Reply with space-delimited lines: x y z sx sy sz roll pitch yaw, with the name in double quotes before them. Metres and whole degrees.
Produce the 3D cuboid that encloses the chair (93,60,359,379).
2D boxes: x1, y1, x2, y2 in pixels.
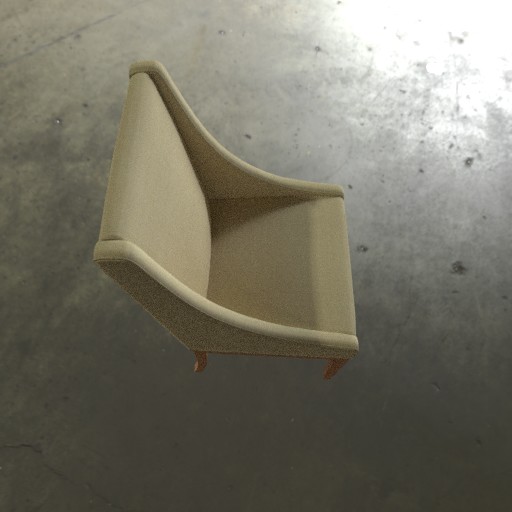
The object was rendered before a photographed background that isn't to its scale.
"chair" 0.000 0.000 1.376 0.611 1.021 0.575 0 63 0
